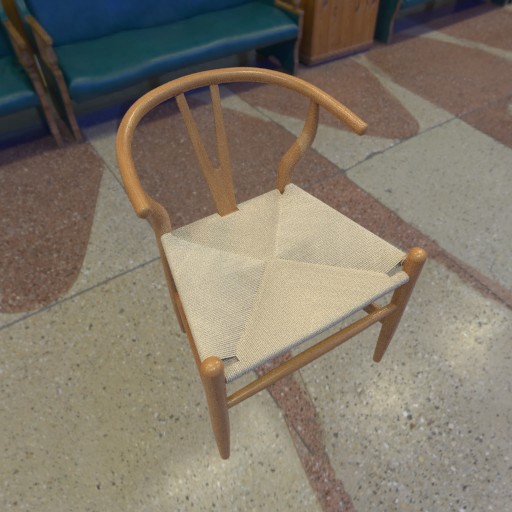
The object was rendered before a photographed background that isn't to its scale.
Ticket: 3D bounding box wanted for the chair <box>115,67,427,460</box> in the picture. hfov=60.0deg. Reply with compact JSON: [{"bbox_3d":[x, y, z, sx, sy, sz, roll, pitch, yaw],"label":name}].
[{"bbox_3d":[0.000,0.000,1.134,0.569,0.730,0.579,-25,52,-21],"label":"chair"}]
